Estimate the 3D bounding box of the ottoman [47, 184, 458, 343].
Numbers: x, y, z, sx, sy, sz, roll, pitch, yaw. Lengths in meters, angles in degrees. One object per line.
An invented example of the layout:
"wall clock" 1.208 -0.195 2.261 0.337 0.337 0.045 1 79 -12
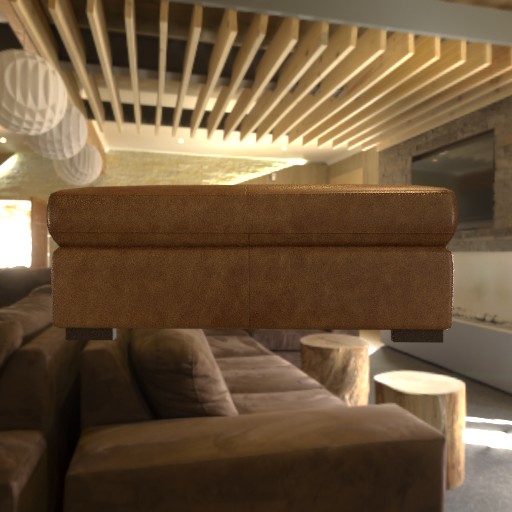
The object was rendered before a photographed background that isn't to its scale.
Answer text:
"ottoman" 0.000 0.000 1.819 1.168 0.483 1.169 0 0 2
